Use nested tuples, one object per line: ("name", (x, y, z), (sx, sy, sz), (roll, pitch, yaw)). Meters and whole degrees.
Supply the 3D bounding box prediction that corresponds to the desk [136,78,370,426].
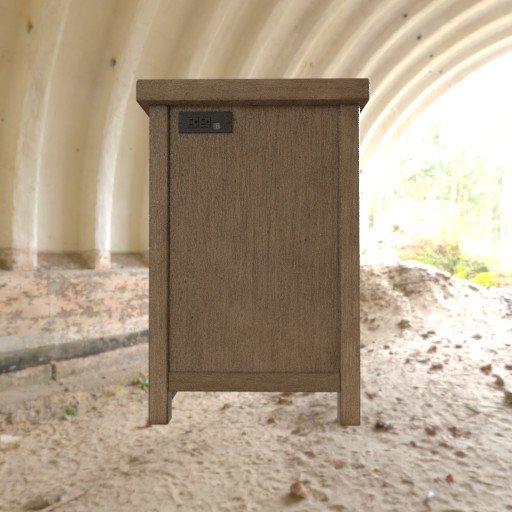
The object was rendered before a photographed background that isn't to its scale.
("desk", (0.000, 0.000, 1.793), (0.610, 0.912, 1.289), (0, -1, 1))
